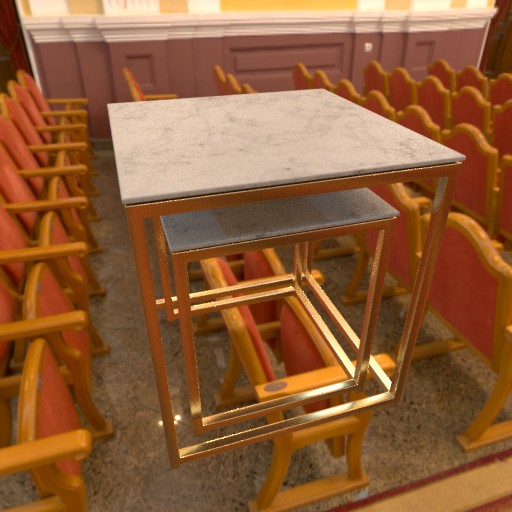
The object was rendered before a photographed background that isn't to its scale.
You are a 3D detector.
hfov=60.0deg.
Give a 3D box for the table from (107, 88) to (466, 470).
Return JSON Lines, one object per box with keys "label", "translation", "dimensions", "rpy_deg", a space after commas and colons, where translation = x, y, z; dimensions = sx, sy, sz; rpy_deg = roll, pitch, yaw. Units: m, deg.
{"label": "table", "translation": [0.000, 0.000, 0.852], "dimensions": [0.450, 0.500, 0.450], "rpy_deg": [-10, 33, -15]}
